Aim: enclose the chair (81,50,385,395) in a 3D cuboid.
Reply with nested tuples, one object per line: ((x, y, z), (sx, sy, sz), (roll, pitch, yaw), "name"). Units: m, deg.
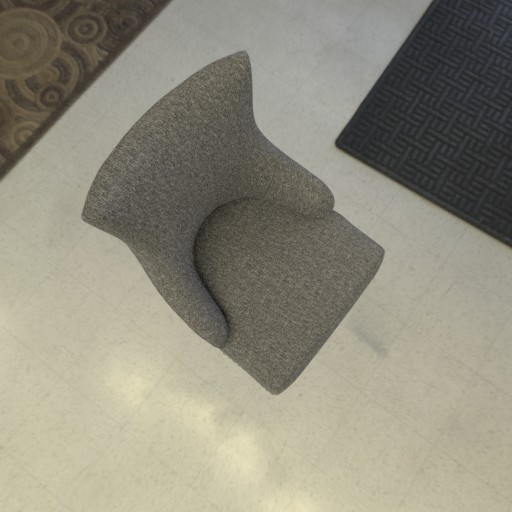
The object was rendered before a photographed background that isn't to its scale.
((0.000, 0.000, 1.314), (0.629, 0.909, 0.566), (38, 78, 10), "chair")
